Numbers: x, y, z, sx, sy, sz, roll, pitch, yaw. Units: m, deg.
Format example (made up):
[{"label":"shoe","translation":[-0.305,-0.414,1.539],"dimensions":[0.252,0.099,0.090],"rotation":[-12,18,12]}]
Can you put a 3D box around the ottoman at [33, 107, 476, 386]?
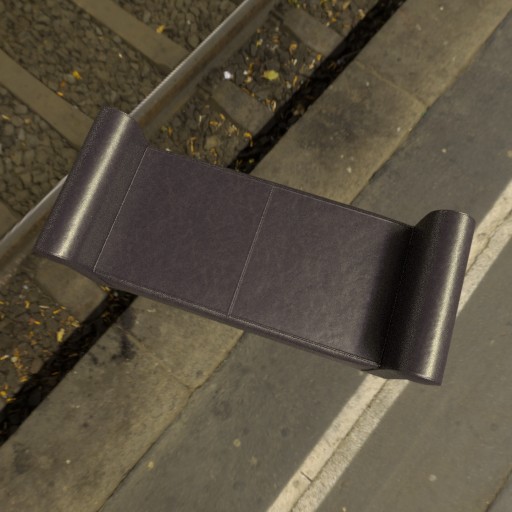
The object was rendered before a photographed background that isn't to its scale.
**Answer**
[{"label":"ottoman","translation":[0.000,0.000,1.559],"dimensions":[1.256,0.547,0.521],"rotation":[18,76,5]}]
